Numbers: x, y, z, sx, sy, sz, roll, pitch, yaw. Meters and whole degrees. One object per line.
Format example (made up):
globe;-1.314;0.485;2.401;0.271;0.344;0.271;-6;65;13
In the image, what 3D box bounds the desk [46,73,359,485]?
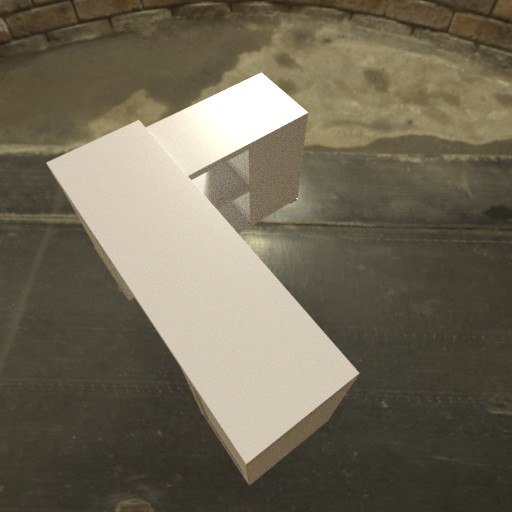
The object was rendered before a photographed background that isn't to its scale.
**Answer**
desk;0.000;0.000;2.159;1.200;0.753;1.524;-32;64;-18
